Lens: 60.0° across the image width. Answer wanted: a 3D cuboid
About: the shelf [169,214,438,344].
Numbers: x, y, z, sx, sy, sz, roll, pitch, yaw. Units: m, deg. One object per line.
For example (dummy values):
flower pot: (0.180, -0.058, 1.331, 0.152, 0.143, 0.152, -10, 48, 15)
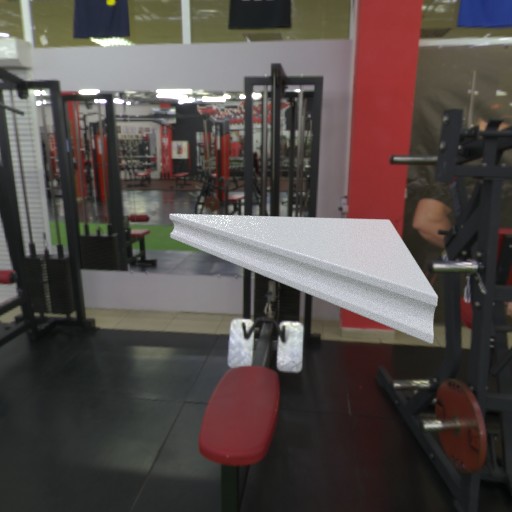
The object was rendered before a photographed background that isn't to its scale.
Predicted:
shelf: (0.000, 0.000, 0.456, 0.296, 0.035, 0.296, 3, 15, 10)
